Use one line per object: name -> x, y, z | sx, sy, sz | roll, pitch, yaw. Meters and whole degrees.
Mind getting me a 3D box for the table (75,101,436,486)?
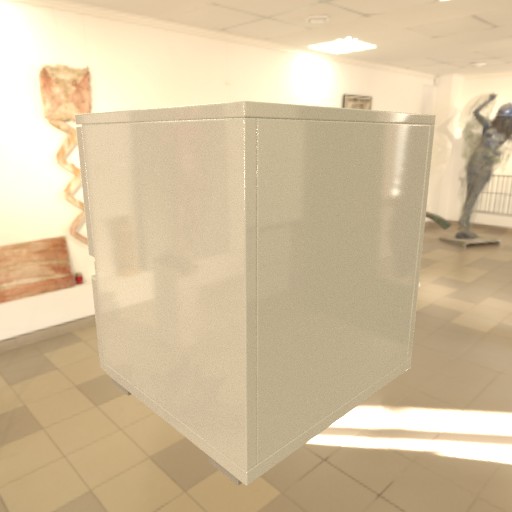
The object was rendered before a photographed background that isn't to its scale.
table -> 0.000, 0.000, 0.772 | 0.420, 0.470, 0.400 | -14, 21, -42
